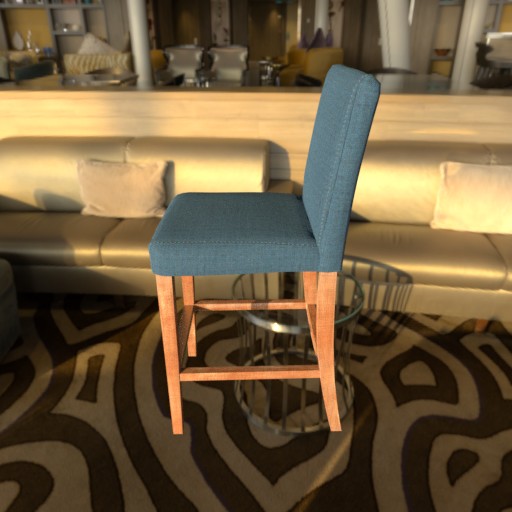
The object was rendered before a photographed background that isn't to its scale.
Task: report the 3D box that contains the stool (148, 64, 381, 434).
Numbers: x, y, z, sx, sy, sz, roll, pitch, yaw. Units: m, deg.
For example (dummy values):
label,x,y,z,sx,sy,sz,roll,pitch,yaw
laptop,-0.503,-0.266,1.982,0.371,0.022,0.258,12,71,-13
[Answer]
label,x,y,z,sx,sy,sz,roll,pitch,yaw
stool,0.000,0.000,1.393,0.574,1.088,0.454,0,26,0
